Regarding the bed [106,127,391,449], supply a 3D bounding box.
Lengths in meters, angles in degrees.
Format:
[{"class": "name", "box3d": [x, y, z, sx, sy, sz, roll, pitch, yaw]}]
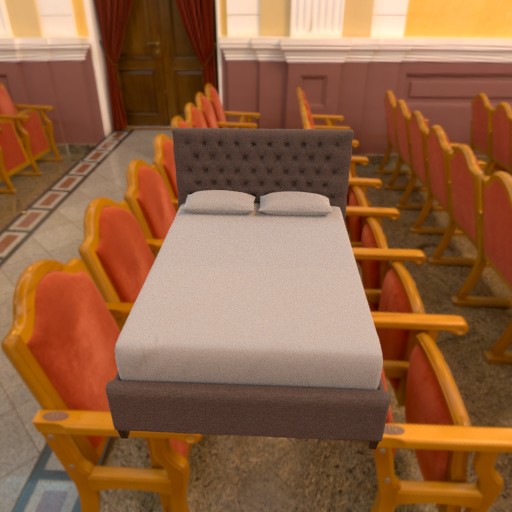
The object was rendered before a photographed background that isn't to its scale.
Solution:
[{"class": "bed", "box3d": [0.000, 0.000, 3.471, 1.698, 1.427, 2.387, 1, 30, 2]}]
